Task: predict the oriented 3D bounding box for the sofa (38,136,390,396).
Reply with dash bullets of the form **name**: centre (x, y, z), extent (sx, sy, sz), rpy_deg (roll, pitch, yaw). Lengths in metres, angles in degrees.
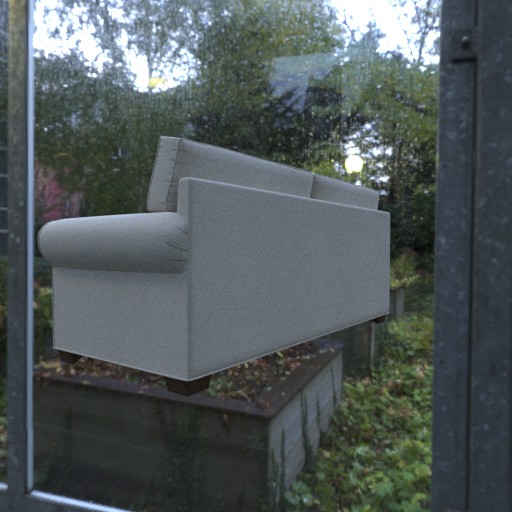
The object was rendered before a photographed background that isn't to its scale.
- **sofa**: centre (0.000, 0.000, 2.599), extent (0.901, 0.962, 2.146), rpy_deg (1, 1, 36)
